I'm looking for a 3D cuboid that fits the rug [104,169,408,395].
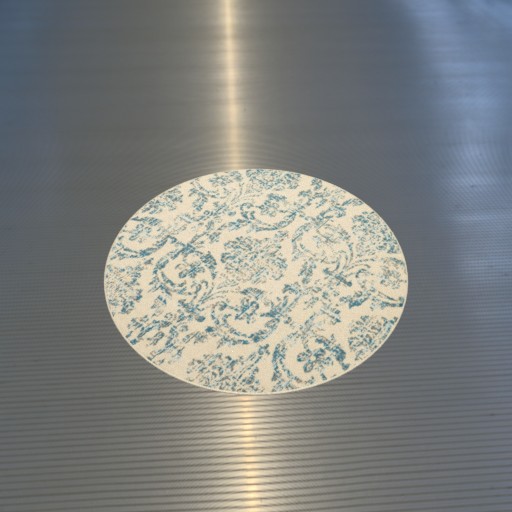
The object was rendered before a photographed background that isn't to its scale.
[{"bbox_3d":[0.000,0.000,2.385,1.593,0.012,1.593,0,46,0],"label":"rug"}]
